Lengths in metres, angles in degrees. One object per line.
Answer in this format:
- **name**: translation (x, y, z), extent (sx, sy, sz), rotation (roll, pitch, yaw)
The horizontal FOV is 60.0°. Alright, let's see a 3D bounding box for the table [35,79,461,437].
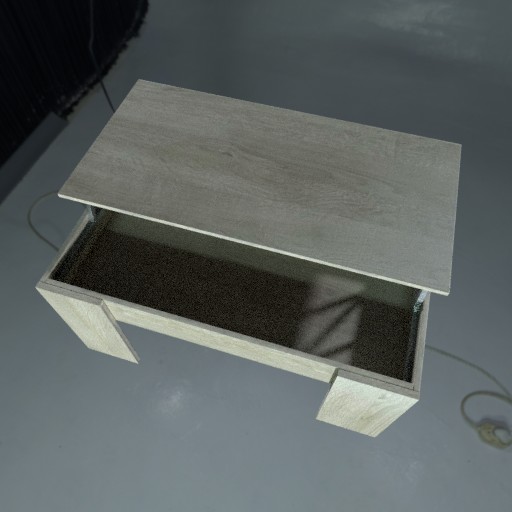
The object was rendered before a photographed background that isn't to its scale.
- **table**: translation (0.000, 0.000, 1.391), extent (1.000, 0.570, 0.711), rotation (14, 59, 9)
